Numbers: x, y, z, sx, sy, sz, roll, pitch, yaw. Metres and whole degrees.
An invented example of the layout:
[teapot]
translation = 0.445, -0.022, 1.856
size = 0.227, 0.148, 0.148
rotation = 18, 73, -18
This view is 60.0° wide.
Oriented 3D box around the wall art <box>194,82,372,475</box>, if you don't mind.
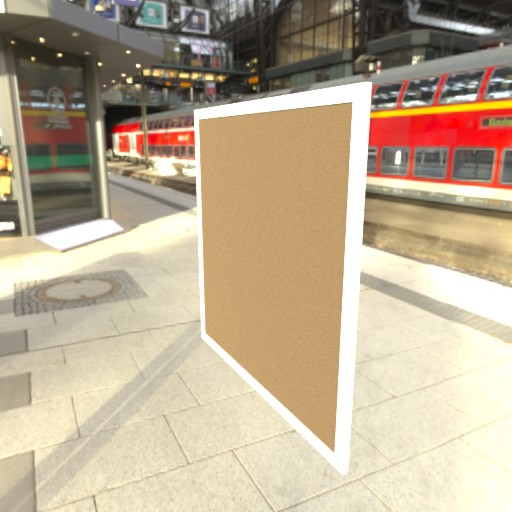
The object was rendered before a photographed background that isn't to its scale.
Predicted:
[wall art]
translation = 0.000, 0.000, 1.222
size = 0.015, 0.812, 0.812
rotation = -8, 16, -28
